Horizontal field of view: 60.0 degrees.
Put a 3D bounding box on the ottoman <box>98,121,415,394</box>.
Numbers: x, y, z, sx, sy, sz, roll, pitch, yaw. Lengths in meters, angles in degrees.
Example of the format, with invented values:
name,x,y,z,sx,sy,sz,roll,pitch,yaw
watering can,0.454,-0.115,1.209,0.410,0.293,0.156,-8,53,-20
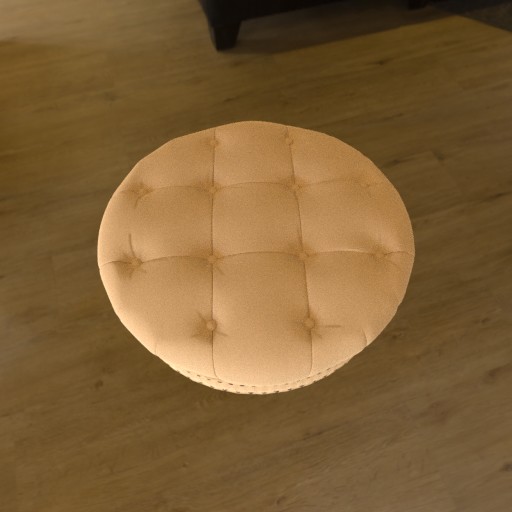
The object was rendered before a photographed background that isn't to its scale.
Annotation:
name,x,y,z,sx,sy,sz,roll,pitch,yaw
ottoman,0.000,0.000,1.409,0.901,0.439,0.901,0,58,0
